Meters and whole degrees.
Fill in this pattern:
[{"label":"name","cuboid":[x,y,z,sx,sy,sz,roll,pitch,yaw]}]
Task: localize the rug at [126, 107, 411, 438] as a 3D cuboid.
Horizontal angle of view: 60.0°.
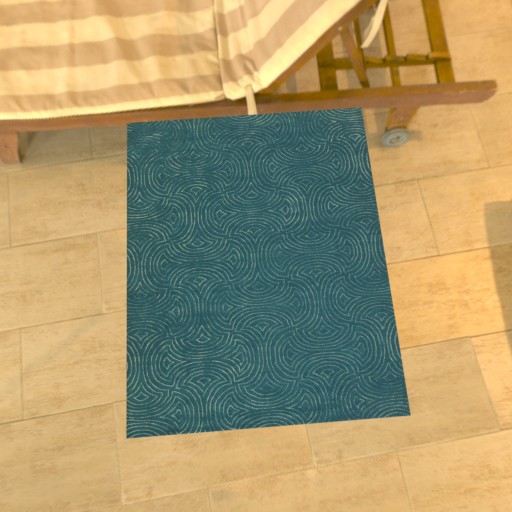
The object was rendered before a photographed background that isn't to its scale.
[{"label":"rug","cuboid":[0.000,0.000,4.179,2.432,0.012,3.033,-4,74,-1]}]
